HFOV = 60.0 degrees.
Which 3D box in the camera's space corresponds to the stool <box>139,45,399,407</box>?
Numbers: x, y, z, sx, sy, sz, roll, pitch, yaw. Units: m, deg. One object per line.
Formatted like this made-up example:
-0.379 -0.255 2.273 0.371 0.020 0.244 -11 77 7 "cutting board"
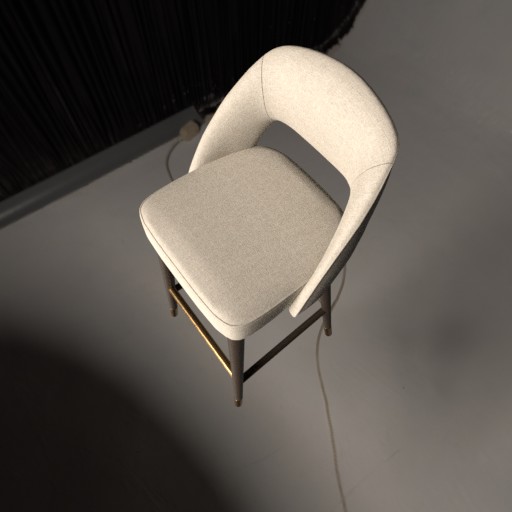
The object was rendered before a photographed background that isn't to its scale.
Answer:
0.000 0.000 1.288 0.509 1.037 0.494 -34 66 -17 "stool"
